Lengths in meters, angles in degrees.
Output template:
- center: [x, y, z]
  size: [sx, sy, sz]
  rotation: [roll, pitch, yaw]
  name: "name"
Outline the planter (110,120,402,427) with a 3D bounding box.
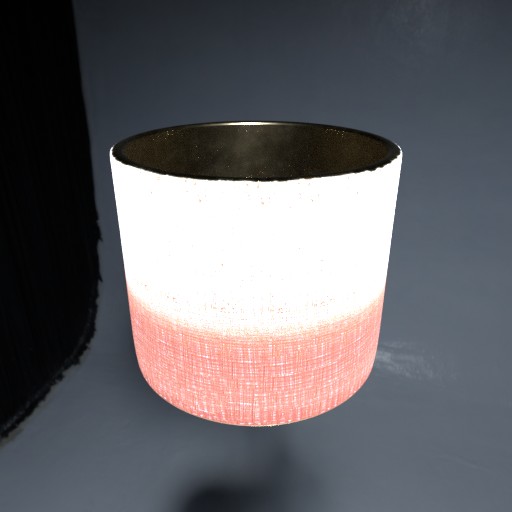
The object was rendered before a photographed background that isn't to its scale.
- center: [0.000, 0.000, 0.309]
  size: [0.178, 0.157, 0.178]
  rotation: [0, 26, 0]
  name: "planter"
